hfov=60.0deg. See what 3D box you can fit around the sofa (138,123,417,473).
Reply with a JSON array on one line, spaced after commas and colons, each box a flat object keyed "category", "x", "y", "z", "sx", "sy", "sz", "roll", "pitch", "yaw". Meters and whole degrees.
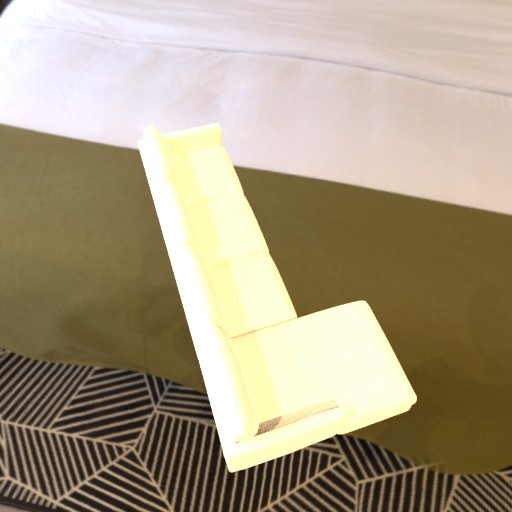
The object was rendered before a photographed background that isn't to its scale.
[{"category": "sofa", "x": 0.000, "y": 0.000, "z": 3.935, "sx": 1.467, "sy": 0.875, "sz": 3.186, "roll": -16, "pitch": 58, "yaw": -10}]
